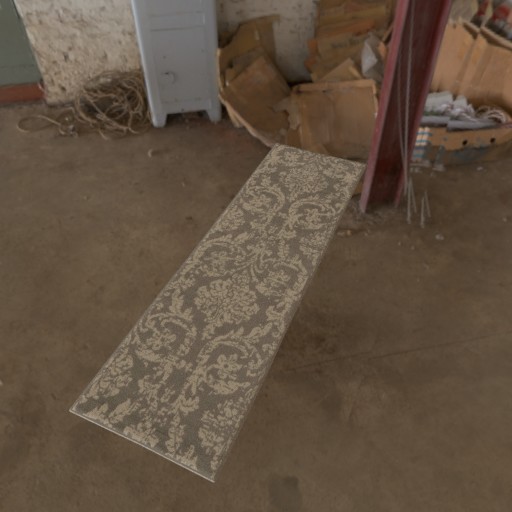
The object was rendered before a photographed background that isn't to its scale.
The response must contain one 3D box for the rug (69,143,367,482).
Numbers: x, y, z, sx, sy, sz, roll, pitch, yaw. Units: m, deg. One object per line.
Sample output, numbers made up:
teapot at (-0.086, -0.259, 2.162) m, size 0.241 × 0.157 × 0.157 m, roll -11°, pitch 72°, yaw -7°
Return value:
rug at (0.000, 0.000, 2.382) m, size 0.662 × 0.011 × 2.196 m, roll 18°, pitch 48°, yaw 17°
